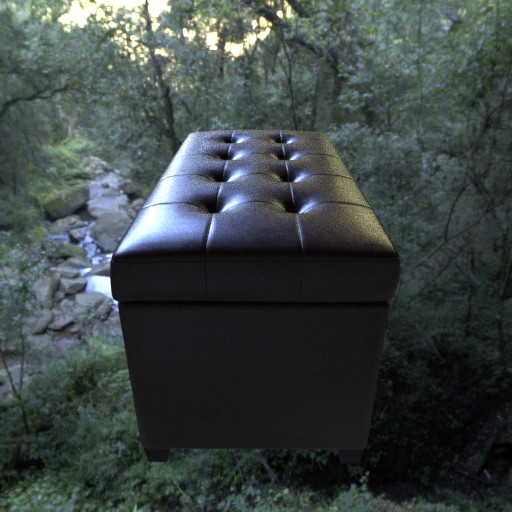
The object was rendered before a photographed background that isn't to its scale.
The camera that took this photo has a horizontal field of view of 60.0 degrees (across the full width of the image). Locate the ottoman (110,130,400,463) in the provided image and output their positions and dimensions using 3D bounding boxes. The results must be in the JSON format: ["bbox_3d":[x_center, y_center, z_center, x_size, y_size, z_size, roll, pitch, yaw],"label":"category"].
[{"bbox_3d":[0.000,0.000,1.094,0.432,0.470,0.838,0,27,0],"label":"ottoman"}]
